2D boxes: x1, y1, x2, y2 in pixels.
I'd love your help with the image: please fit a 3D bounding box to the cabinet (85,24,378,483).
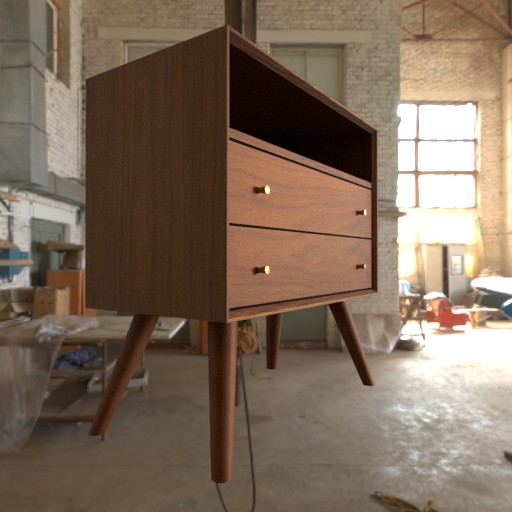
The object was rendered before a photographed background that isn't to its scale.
[{"bbox_3d":[0.000,0.000,1.117,0.388,0.748,0.712,0,-1,35],"label":"cabinet"}]
